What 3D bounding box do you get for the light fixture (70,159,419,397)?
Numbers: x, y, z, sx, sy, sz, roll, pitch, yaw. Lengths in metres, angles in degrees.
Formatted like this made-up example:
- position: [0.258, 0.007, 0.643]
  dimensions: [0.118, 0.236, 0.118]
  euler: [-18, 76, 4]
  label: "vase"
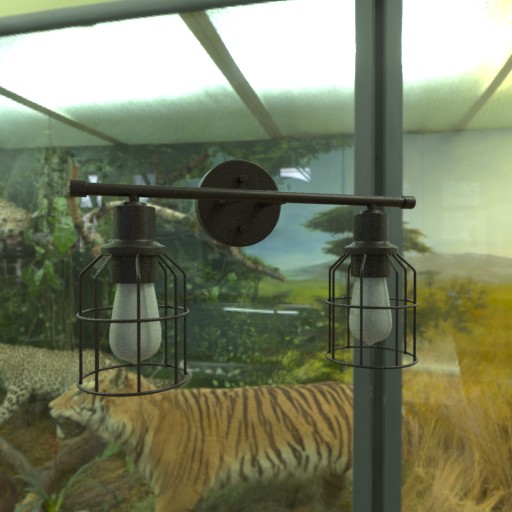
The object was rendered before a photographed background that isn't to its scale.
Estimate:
- position: [0.000, 0.000, 0.530]
  dimensions: [0.406, 0.254, 0.165]
  euler: [0, 1, -19]
  label: "light fixture"
